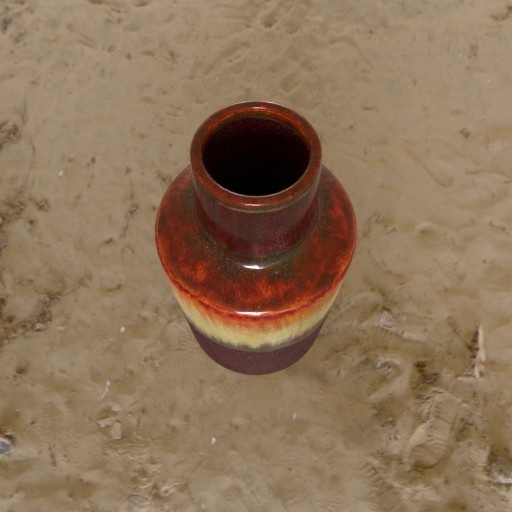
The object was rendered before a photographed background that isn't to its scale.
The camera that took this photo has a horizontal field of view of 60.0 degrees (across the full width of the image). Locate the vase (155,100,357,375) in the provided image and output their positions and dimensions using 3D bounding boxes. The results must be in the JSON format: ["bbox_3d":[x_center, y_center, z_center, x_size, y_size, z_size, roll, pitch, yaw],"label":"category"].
[{"bbox_3d":[0.000,0.000,0.271,0.108,0.204,0.108,0,65,0],"label":"vase"}]
